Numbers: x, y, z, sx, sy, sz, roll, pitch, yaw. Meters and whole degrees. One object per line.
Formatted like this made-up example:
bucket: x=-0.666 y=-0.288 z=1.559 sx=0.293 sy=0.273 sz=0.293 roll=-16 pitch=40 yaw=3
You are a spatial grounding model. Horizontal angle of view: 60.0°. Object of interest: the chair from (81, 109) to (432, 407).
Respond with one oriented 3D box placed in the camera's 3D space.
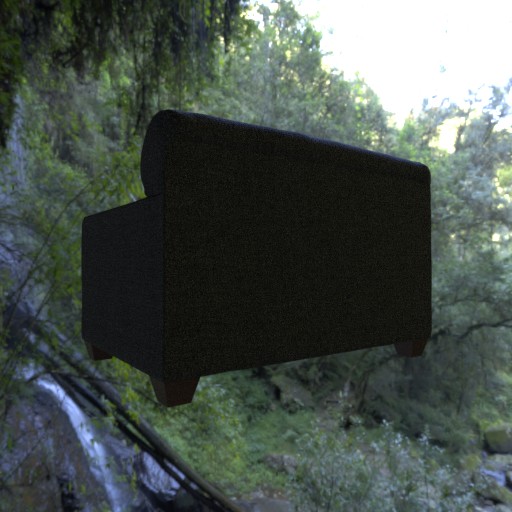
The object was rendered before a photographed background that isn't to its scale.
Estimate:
chair: x=0.000 y=0.000 z=2.099 sx=1.383 sy=0.948 sz=1.000 roll=1 pitch=-1 yaw=-36
